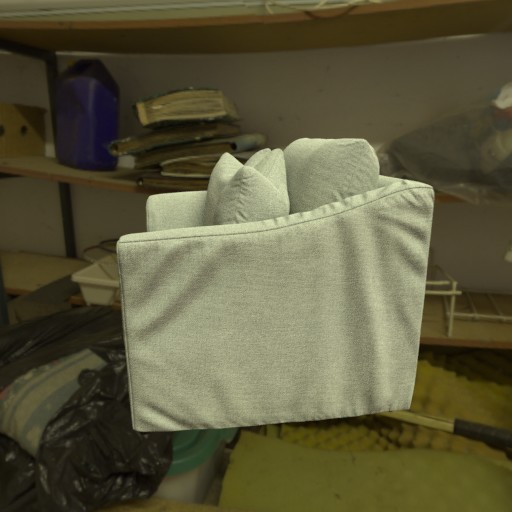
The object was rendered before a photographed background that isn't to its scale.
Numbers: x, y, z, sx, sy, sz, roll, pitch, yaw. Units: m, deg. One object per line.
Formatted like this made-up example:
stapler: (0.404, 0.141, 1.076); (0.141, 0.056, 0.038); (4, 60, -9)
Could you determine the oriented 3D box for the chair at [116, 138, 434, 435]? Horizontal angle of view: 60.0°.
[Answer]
chair: (0.000, 0.000, 2.049); (1.071, 1.059, 1.194); (-2, 15, -8)
